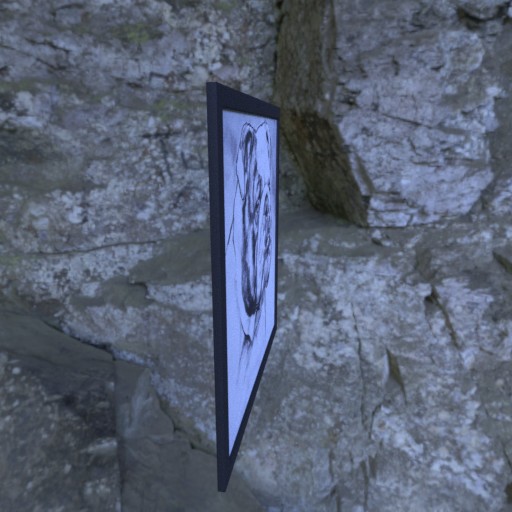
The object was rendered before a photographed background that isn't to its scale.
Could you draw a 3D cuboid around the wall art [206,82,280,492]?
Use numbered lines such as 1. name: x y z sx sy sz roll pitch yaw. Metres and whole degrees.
1. wall art: 0.000 0.000 0.835 0.012 0.558 0.562 3 16 10
